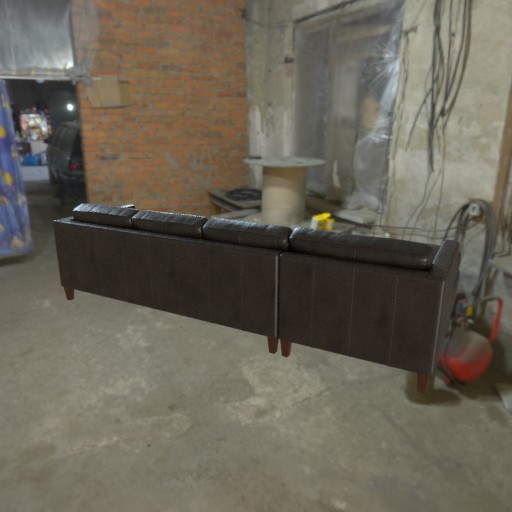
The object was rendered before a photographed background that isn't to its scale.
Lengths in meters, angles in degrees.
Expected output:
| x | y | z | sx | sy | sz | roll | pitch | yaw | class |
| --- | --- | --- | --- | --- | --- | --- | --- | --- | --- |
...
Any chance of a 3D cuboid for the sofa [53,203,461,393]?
| x | y | z | sx | sy | sz | roll | pitch | yaw | class |
| --- | --- | --- | --- | --- | --- | --- | --- | --- | --- |
| 0.000 | 0.000 | 3.892 | 3.203 | 0.883 | 1.581 | 9 | 19 | 27 | sofa |
